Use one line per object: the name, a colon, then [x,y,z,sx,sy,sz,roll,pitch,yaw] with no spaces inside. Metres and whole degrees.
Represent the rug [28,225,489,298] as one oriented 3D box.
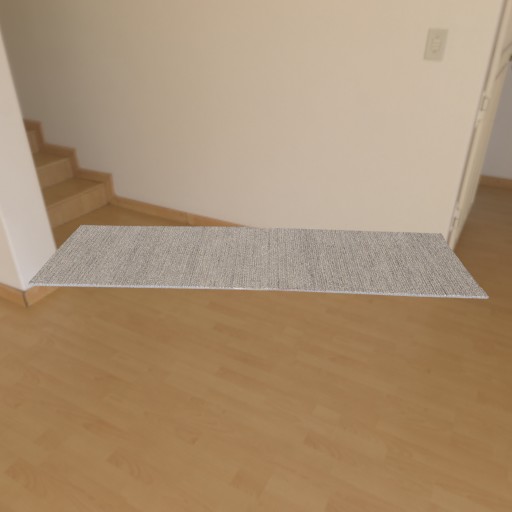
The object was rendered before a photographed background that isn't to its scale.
rug: [0.000,0.000,2.520,2.320,0.032,0.692,1,30,3]
